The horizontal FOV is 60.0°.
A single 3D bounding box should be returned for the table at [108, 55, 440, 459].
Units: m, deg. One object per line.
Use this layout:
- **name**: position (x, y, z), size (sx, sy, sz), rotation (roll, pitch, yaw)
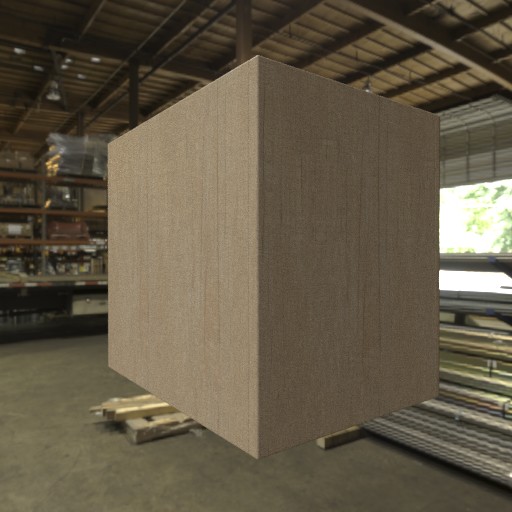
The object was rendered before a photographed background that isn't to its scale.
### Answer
- **table**: position (0.000, 0.000, 0.910), size (0.420, 0.510, 0.570), rotation (0, 1, -37)
